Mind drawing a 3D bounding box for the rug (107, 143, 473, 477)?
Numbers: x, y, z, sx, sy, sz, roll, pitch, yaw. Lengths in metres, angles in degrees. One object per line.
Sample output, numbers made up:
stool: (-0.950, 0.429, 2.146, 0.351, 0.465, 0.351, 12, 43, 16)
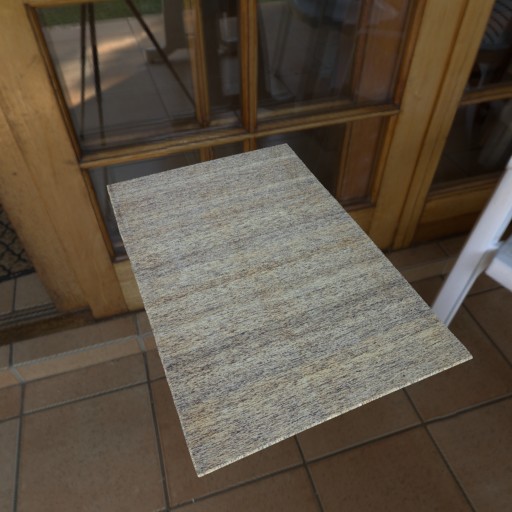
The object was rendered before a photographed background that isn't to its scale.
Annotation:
rug: (0.000, 0.000, 2.321, 1.243, 0.014, 1.846, -17, 48, -16)
